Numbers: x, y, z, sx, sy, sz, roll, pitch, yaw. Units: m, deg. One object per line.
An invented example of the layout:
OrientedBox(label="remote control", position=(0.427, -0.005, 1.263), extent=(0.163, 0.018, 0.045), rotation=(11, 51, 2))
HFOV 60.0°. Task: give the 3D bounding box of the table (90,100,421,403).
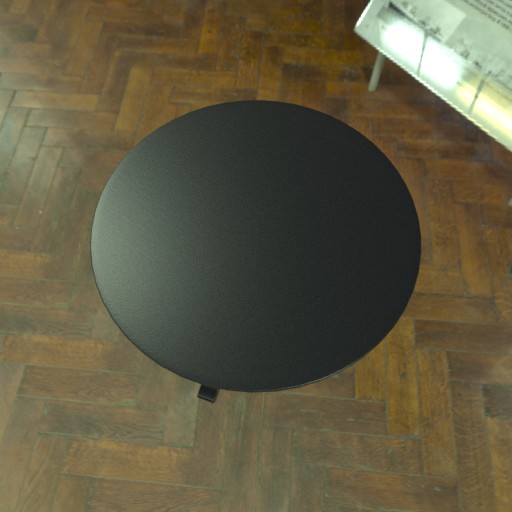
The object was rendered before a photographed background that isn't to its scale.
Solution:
OrientedBox(label="table", position=(0.000, 0.000, 1.606), extent=(1.029, 0.491, 1.029), rotation=(0, 64, 0))
